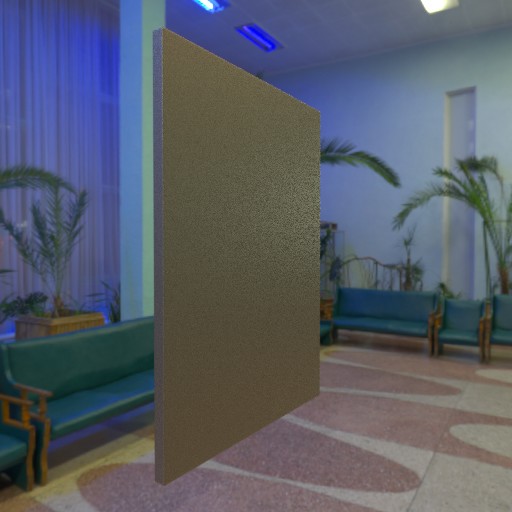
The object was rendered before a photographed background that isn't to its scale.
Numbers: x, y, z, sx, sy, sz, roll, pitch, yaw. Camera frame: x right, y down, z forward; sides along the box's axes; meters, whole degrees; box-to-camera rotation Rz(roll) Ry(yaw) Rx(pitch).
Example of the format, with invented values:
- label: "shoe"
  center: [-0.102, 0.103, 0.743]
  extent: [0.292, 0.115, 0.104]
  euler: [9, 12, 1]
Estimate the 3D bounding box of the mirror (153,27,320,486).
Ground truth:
- label: "mirror"
  center: [0.000, 0.000, 1.302]
  extent: [0.032, 1.023, 0.756]
  euler: [1, 1, 35]
